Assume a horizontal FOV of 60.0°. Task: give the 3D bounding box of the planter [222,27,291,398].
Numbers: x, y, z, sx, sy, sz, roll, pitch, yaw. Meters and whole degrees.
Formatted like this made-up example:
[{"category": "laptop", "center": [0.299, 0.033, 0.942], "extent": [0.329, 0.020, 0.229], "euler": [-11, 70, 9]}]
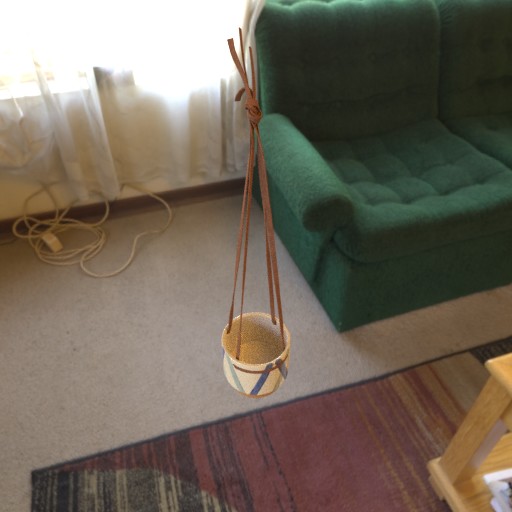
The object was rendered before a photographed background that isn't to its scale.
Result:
[{"category": "planter", "center": [0.000, 0.000, 0.821], "extent": [0.153, 0.753, 0.157], "euler": [-25, 46, -26]}]
